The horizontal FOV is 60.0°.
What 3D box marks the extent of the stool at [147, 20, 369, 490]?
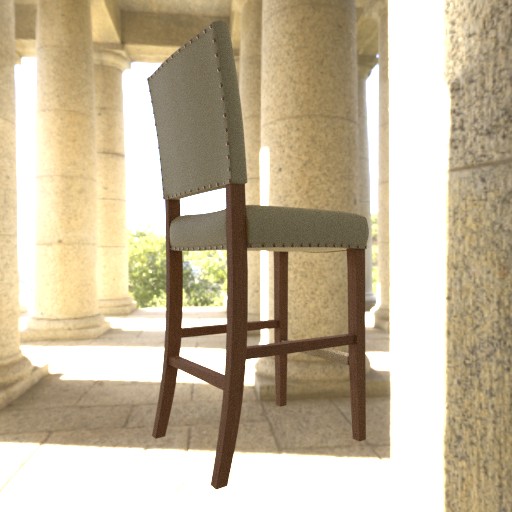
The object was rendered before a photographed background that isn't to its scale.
[{"bbox_3d":[0.000,0.000,1.420,0.584,1.168,0.445,0,0,-36],"label":"stool"}]
